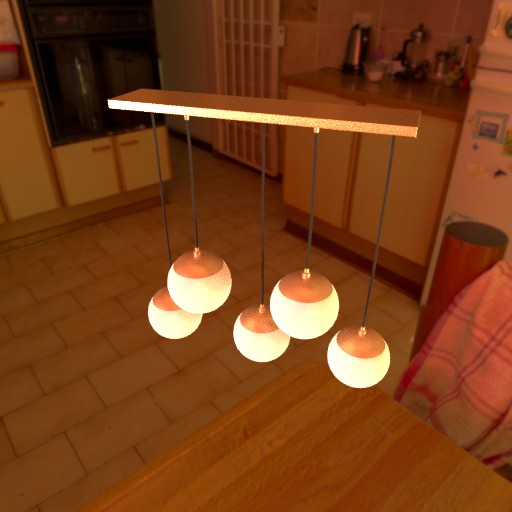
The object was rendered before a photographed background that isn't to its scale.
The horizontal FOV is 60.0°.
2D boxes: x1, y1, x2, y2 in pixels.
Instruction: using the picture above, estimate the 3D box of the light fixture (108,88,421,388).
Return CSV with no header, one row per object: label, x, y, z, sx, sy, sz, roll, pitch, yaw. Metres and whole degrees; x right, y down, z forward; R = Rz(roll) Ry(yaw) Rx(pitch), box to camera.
light fixture,0.000,0.000,1.315,0.863,0.869,0.299,11,33,17
